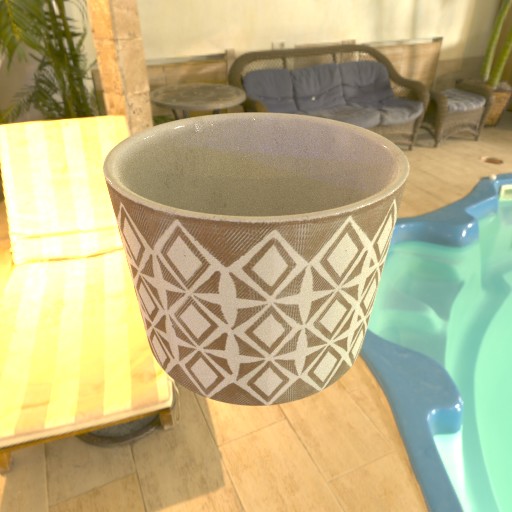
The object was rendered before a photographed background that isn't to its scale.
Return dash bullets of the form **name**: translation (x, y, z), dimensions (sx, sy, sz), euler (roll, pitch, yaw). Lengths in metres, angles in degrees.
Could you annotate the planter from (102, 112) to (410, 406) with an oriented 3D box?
- **planter**: translation (0.000, 0.000, 0.450), dimensions (0.260, 0.220, 0.260), euler (0, 32, 0)
